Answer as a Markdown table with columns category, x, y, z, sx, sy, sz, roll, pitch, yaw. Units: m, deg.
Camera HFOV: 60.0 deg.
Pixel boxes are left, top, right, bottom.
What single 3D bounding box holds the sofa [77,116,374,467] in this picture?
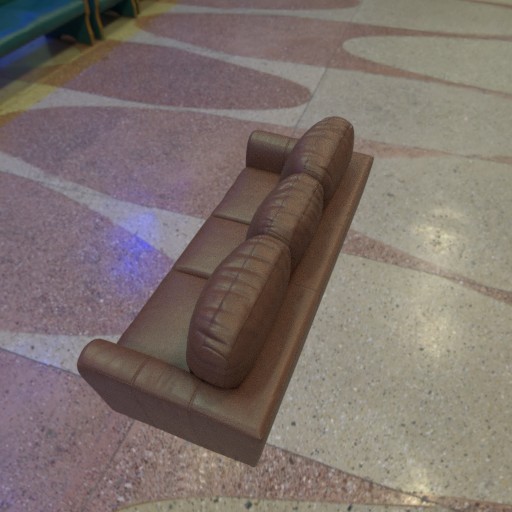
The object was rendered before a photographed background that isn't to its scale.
| category | x | y | z | sx | sy | sz | roll | pitch | yaw |
| --- | --- | --- | --- | --- | --- | --- | --- | --- | --- |
| sofa | 0.000 | 0.000 | 2.305 | 0.802 | 0.915 | 1.862 | 17 | 49 | 15 |
